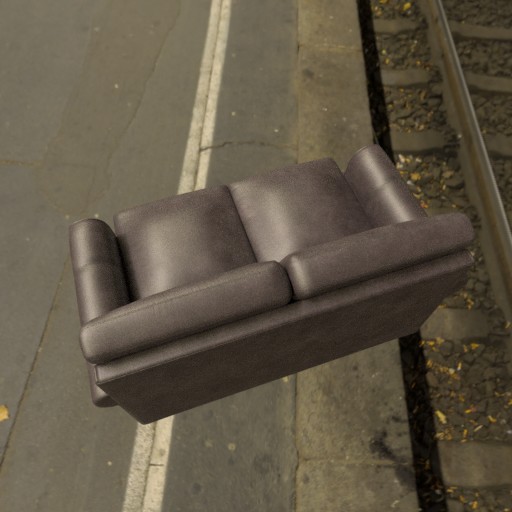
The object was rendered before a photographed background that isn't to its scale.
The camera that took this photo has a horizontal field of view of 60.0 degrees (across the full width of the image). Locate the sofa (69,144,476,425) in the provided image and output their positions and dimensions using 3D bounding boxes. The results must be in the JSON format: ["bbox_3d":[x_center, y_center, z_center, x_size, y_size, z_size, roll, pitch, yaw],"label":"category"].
[{"bbox_3d":[0.000,0.000,2.182,1.663,0.979,1.030,-16,61,-9],"label":"sofa"}]
